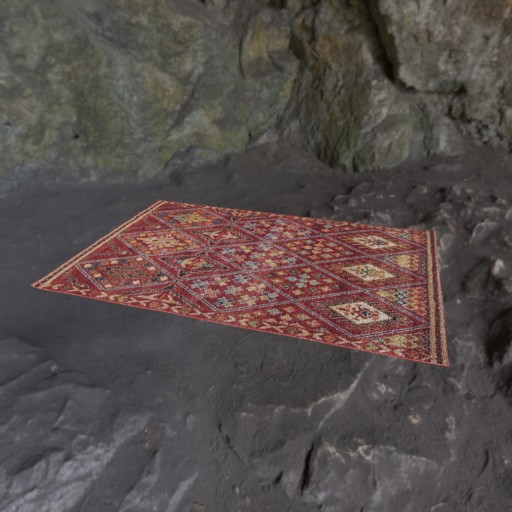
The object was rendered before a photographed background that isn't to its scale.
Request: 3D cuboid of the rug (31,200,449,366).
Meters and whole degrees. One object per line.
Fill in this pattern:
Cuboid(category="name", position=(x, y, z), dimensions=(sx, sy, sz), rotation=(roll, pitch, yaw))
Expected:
Cuboid(category="rug", position=(0.000, 0.000, 2.915), dimensions=(2.286, 0.026, 1.521), rotation=(8, 28, 16))
